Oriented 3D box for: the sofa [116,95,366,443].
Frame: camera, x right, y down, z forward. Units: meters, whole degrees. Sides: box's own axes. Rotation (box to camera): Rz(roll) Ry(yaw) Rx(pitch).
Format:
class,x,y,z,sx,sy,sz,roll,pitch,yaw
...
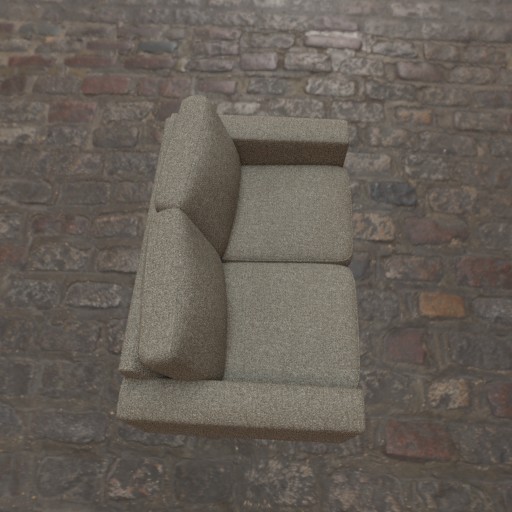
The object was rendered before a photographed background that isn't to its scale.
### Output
class,x,y,z,sx,sy,sz,roll,pitch,yaw
sofa,0.000,0.000,2.189,1.016,0.873,1.616,3,63,1
